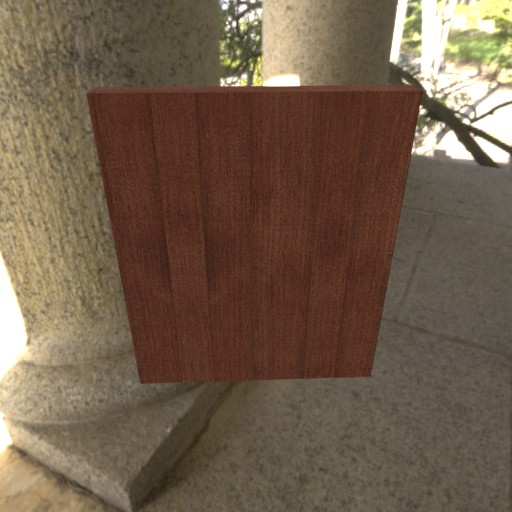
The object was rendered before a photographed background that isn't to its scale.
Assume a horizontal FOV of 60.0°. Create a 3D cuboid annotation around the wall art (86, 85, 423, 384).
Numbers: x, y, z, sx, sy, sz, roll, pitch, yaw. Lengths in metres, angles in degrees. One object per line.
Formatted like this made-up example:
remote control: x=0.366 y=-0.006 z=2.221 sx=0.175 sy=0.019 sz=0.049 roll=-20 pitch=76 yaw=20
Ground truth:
wall art: x=0.000 y=0.000 z=0.628 sx=0.377 sy=0.449 sz=0.039 roll=-1 pitch=31 yaw=-2
